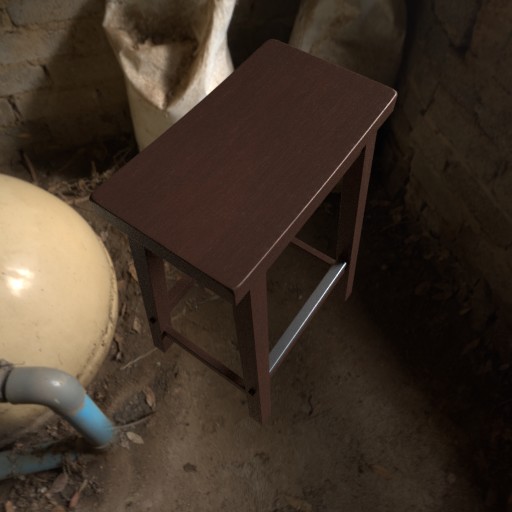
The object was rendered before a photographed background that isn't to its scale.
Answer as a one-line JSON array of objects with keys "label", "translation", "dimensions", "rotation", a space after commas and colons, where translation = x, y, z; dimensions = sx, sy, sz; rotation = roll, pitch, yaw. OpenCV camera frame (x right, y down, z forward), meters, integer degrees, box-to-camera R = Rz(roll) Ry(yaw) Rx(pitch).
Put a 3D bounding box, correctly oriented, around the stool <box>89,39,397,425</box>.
[{"label": "stool", "translation": [0.000, 0.000, 0.860], "dimensions": [0.322, 0.610, 0.406], "rotation": [31, 64, 17]}]
